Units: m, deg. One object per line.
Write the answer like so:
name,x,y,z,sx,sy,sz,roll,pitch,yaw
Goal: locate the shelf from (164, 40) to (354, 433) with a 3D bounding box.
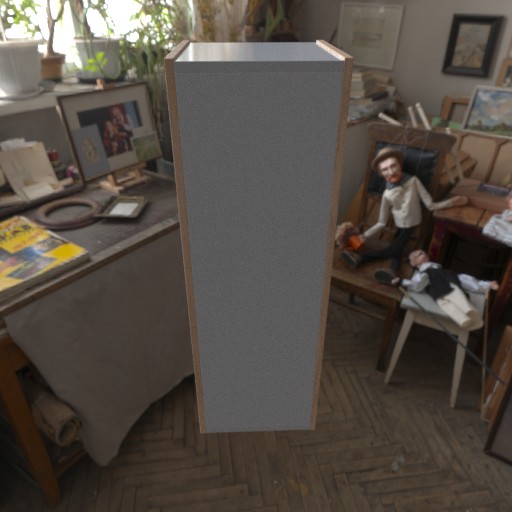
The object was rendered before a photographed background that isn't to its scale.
shelf,0.000,0.000,1.053,0.300,0.900,0.290,-1,31,-2
